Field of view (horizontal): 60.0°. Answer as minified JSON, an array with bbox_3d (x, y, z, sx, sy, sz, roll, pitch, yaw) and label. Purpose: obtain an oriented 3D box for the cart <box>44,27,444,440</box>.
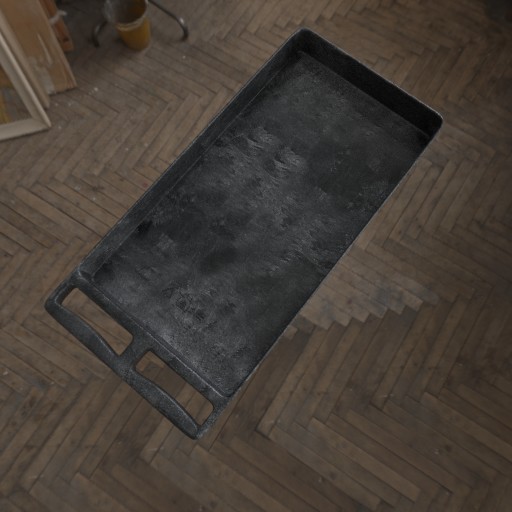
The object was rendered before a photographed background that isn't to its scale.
[{"bbox_3d":[0.000,0.000,1.345,0.420,0.824,0.877,38,79,9],"label":"cart"}]
